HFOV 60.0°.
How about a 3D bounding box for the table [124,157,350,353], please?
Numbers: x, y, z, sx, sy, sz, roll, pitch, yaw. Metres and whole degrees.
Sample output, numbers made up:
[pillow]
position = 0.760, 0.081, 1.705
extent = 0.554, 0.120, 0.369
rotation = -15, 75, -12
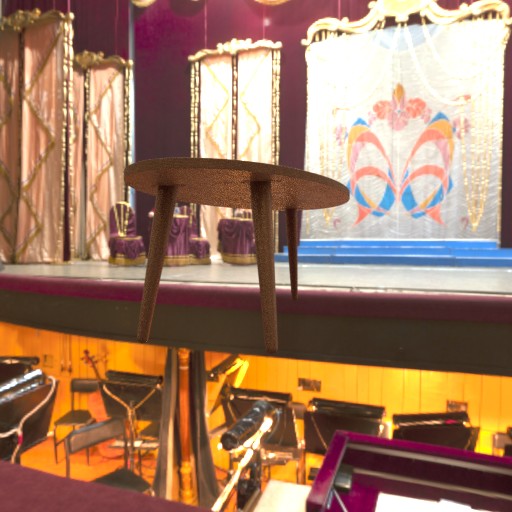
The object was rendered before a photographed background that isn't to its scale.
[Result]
[table]
position = 0.000, 0.000, 1.336
extent = 0.542, 0.390, 1.083
rotation = 1, 2, 18
